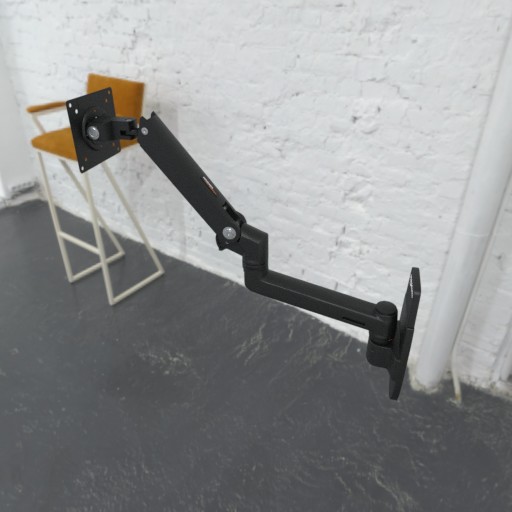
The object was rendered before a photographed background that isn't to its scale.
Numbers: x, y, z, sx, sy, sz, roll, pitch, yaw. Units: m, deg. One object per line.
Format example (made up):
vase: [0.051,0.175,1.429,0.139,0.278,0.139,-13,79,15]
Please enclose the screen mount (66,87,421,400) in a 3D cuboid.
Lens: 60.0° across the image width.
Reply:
screen mount: [0.000,0.000,0.699,0.495,0.466,0.115,8,31,13]
